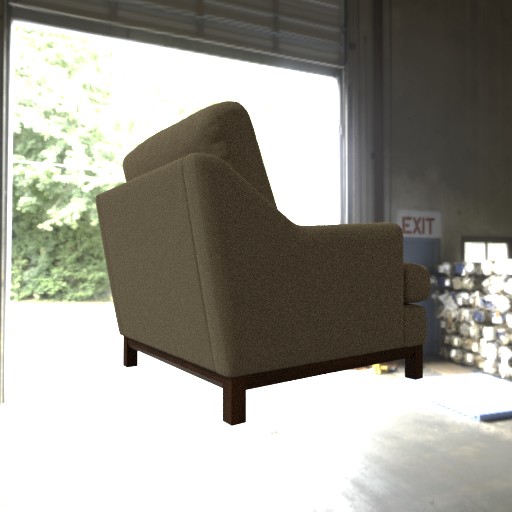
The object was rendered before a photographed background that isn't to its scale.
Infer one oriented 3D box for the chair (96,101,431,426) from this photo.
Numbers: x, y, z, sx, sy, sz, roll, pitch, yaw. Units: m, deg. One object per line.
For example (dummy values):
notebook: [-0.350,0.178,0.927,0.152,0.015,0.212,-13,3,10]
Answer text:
chair: [0.000,0.000,1.740,1.001,0.916,0.912,1,-1,-35]
